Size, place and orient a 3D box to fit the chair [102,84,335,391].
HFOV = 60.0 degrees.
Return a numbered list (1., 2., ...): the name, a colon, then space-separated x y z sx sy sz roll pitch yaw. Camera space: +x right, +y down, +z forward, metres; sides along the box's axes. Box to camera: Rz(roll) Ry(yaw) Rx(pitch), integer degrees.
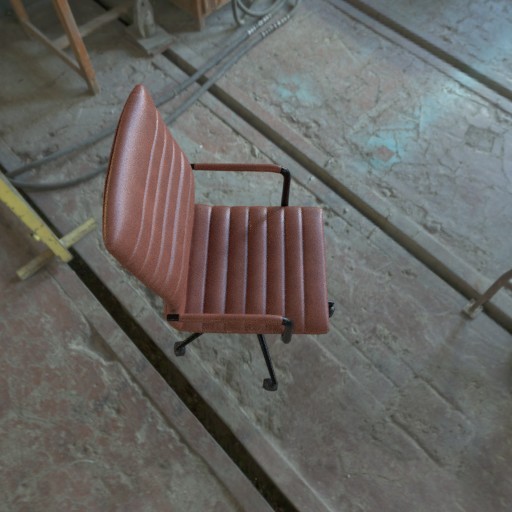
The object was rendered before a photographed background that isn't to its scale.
1. chair: 0.000 0.000 1.258 0.578 0.878 0.600 1 63 0
